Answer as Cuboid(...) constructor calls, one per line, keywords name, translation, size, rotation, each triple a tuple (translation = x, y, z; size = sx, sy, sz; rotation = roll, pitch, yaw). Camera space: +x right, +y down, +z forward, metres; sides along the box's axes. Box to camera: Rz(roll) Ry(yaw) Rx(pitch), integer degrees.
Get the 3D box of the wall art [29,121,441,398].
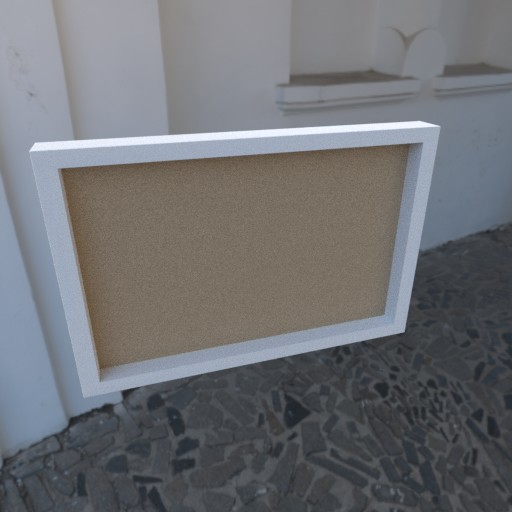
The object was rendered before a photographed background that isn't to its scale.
Cuboid(name="wall art", translation=(0.000, 0.000, 0.470), size=(0.384, 0.254, 0.039), rotation=(-8, 27, -15))
